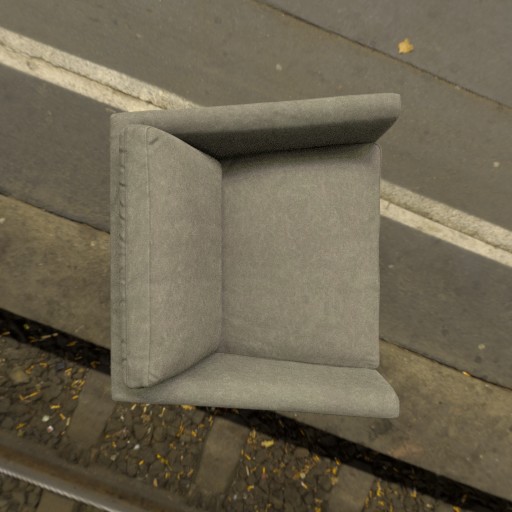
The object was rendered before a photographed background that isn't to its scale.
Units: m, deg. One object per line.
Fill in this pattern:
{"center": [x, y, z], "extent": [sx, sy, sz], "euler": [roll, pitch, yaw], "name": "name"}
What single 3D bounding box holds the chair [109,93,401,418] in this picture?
{"center": [0.000, 0.000, 1.840], "extent": [1.091, 0.845, 1.190], "euler": [0, 91, -2], "name": "chair"}
